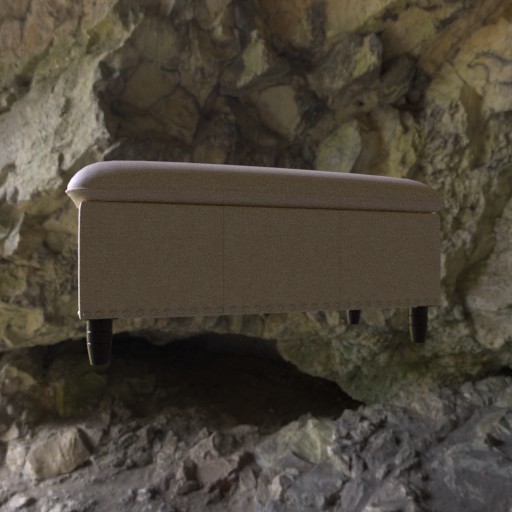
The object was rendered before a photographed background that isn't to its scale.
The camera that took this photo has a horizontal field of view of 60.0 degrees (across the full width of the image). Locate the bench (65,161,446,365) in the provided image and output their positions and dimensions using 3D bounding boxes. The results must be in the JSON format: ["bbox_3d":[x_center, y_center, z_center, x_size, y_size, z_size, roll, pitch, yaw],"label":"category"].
[{"bbox_3d":[0.000,0.000,1.285,0.991,0.483,0.483,0,0,-18],"label":"bench"}]
